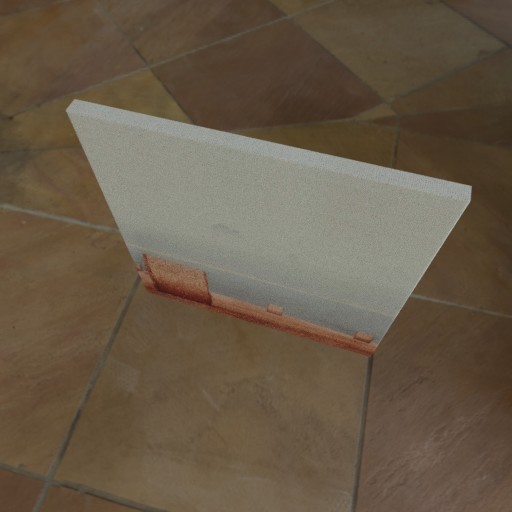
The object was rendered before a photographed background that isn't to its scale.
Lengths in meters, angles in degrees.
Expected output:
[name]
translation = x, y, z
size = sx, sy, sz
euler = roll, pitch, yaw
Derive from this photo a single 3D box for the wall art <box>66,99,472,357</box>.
[wall art]
translation = 0.000, 0.000, 0.602
size = 0.405, 0.405, 0.023
euler = 15, 59, 9
